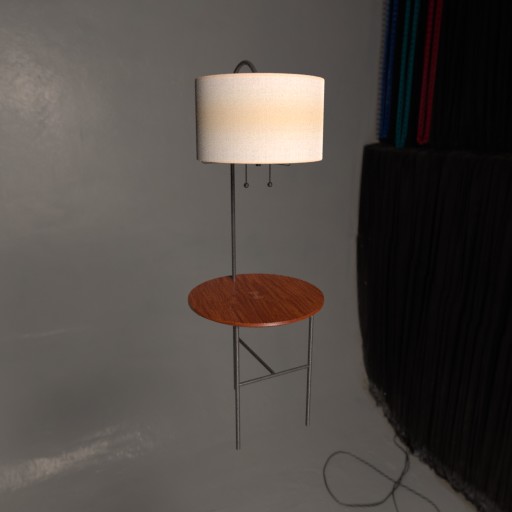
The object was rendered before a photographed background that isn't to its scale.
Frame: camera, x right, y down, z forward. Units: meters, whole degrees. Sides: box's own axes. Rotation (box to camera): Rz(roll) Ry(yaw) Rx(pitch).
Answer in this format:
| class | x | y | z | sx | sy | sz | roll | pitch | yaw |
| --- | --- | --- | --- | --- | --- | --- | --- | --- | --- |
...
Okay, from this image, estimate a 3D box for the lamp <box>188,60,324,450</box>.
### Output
| class | x | y | z | sx | sy | sz | roll | pitch | yaw |
| --- | --- | --- | --- | --- | --- | --- | --- | --- | --- |
| lamp | 0.000 | 0.000 | 1.832 | 0.573 | 1.517 | 0.573 | 0 | 16 | 0 |
